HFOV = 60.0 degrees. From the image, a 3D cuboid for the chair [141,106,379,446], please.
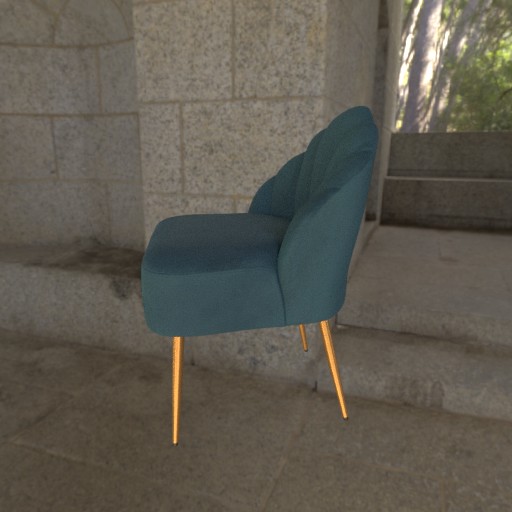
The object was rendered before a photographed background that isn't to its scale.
[{"bbox_3d":[0.000,0.000,1.263,0.599,0.819,0.657,-2,14,-8],"label":"chair"}]
